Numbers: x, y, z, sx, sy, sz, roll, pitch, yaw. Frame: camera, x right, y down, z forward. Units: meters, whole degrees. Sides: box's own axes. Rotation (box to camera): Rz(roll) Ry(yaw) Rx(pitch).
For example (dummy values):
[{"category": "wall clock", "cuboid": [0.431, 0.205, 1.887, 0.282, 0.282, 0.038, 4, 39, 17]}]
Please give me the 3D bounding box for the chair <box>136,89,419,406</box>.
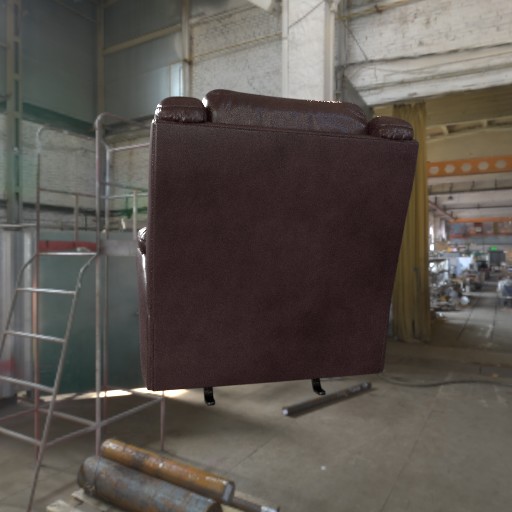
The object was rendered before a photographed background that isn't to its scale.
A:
[{"category": "chair", "cuboid": [0.000, 0.000, 1.907, 0.990, 1.093, 1.041, 0, 0, -16]}]
